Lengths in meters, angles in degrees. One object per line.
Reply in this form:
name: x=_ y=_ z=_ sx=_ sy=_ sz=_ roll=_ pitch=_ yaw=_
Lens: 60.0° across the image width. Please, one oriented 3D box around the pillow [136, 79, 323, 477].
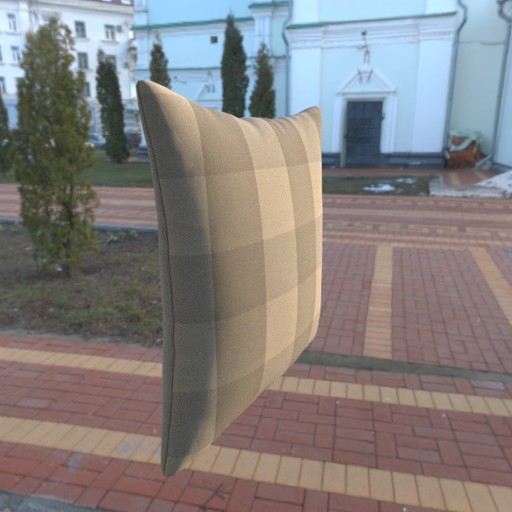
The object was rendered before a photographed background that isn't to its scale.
pillow: x=0.000 y=0.000 z=0.750 sx=0.161 sy=0.509 sz=0.511 roll=8 pitch=17 yaw=28
